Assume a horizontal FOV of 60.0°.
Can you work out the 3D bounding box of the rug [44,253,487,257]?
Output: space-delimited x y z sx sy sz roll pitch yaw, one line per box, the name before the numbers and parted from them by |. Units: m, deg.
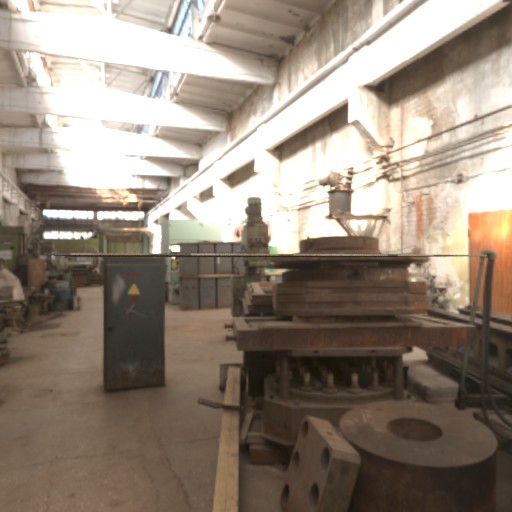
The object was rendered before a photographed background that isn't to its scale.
rug | 0.000 0.000 2.996 2.423 0.008 1.513 0 0 -18
